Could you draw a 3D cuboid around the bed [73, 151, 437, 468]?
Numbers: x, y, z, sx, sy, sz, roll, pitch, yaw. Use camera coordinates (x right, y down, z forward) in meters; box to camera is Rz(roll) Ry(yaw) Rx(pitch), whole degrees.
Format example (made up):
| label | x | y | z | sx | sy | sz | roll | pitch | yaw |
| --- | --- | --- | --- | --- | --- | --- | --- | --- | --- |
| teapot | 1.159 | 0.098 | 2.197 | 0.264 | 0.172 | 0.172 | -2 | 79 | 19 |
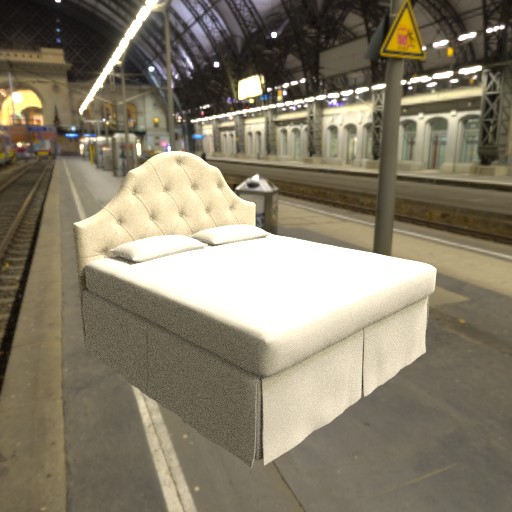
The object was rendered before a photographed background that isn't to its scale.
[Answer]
| label | x | y | z | sx | sy | sz | roll | pitch | yaw |
| --- | --- | --- | --- | --- | --- | --- | --- | --- | --- |
| bed | 0.000 | 0.000 | 3.413 | 2.012 | 1.555 | 2.086 | -13 | 19 | -43 |
